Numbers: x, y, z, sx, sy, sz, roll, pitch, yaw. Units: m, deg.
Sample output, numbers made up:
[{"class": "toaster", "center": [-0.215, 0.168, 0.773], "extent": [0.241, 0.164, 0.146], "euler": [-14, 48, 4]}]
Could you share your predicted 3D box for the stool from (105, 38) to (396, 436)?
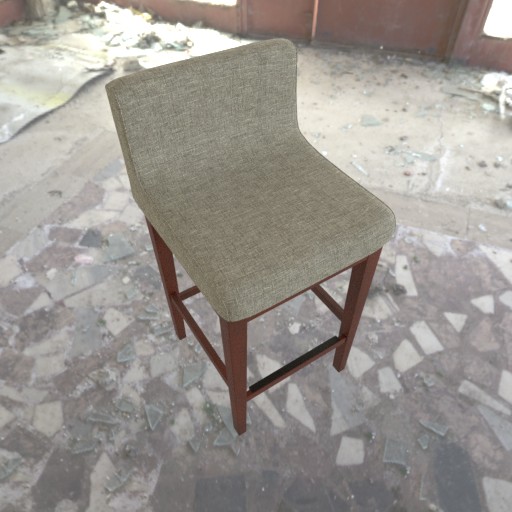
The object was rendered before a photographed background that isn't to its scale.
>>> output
[{"class": "stool", "center": [0.000, 0.000, 1.084], "extent": [0.417, 0.835, 0.459], "euler": [-25, 51, -22]}]
